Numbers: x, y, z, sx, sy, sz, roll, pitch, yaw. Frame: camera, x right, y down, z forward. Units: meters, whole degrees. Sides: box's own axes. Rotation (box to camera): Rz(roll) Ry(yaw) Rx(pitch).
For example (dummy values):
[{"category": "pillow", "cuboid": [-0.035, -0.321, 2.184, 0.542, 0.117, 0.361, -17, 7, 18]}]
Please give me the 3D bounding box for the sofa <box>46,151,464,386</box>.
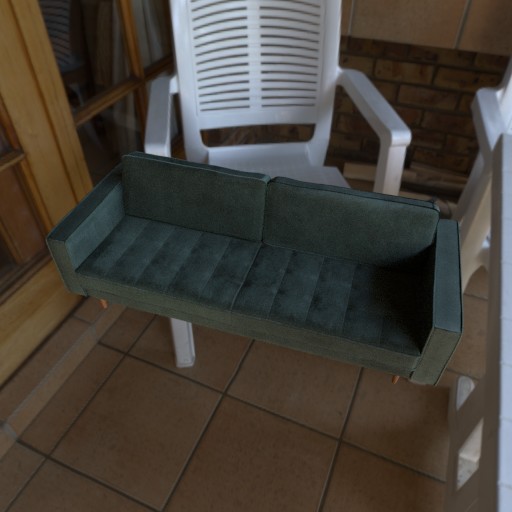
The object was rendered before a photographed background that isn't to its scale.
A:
[{"category": "sofa", "cuboid": [0.000, 0.000, 2.613, 2.214, 0.781, 0.886, 12, 44, 13]}]
